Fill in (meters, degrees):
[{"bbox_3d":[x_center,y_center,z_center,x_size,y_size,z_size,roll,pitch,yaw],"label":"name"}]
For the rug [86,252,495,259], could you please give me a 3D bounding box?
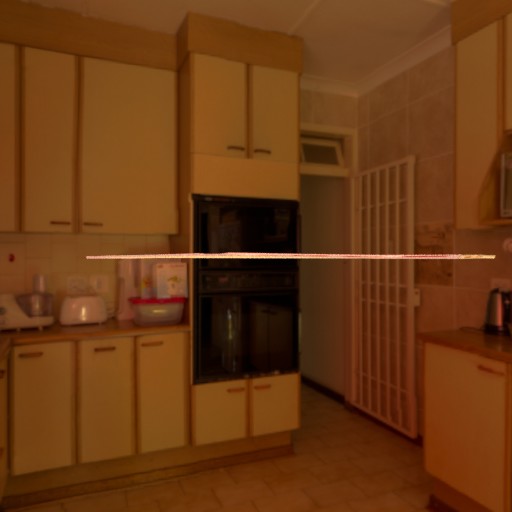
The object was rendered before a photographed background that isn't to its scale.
[{"bbox_3d":[0.000,0.000,2.510,2.320,0.032,0.692,0,0,37],"label":"rug"}]
